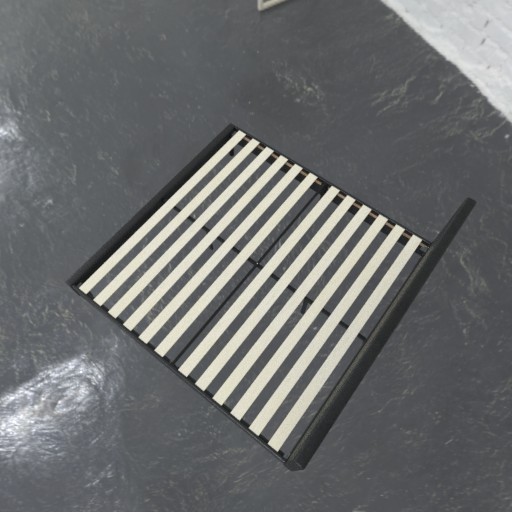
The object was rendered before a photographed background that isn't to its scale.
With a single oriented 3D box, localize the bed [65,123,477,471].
[{"bbox_3d":[0.000,0.000,3.328,2.152,1.046,2.018,34,69,16],"label":"bed"}]
